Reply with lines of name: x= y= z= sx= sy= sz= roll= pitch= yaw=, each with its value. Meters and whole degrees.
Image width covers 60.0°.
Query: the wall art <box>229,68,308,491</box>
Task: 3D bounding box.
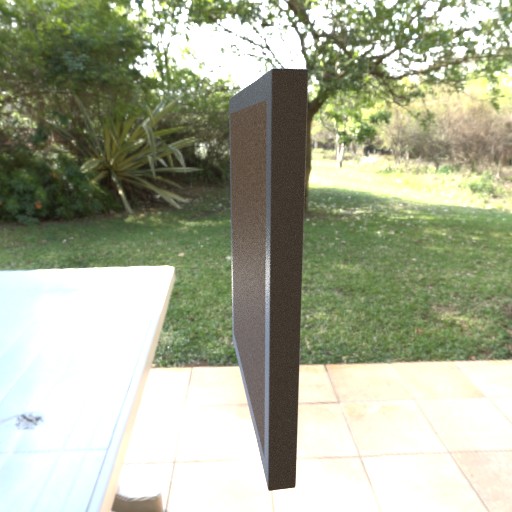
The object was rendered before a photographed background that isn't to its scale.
wall art: x=0.000 y=0.000 z=0.536 sx=0.028 sy=0.381 sz=0.331 roll=-2 pitch=16 yaw=-9
